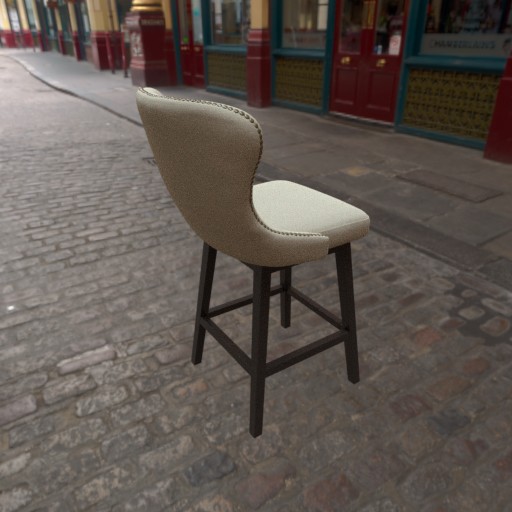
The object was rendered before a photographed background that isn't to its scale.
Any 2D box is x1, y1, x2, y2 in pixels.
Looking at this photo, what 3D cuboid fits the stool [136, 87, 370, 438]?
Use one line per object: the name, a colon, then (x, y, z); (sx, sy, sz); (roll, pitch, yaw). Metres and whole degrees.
stool: (0.000, 0.000, 1.353); (0.593, 0.971, 0.528); (-16, 31, -30)
